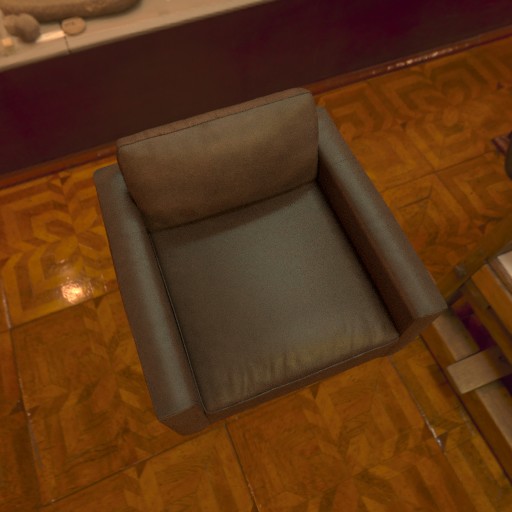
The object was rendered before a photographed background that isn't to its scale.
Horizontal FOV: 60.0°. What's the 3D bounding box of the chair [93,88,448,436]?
[{"bbox_3d":[0.000,0.000,1.821,1.100,0.812,1.069,-19,64,-9],"label":"chair"}]
